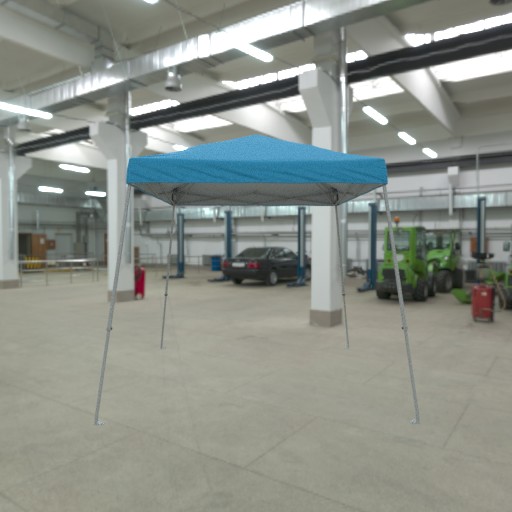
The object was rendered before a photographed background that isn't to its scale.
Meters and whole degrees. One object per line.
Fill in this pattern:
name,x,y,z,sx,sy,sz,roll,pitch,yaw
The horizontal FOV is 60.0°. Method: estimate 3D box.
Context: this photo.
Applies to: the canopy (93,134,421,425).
canopy,0.000,0.000,6.613,3.600,3.600,3.599,0,2,-1
